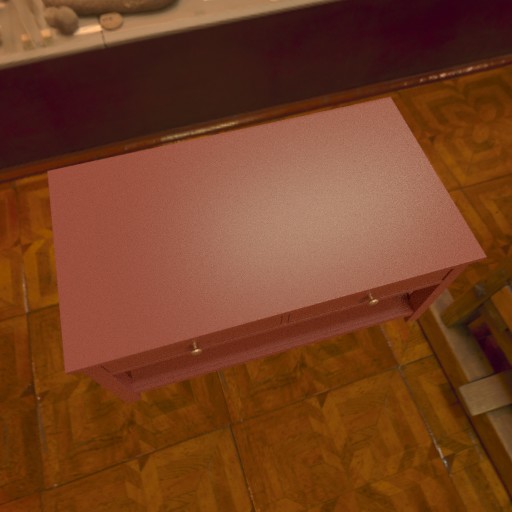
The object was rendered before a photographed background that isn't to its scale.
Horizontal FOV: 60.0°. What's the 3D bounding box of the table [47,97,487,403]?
[{"bbox_3d":[0.000,0.000,1.420,1.068,0.493,0.612,-14,63,-7],"label":"table"}]
